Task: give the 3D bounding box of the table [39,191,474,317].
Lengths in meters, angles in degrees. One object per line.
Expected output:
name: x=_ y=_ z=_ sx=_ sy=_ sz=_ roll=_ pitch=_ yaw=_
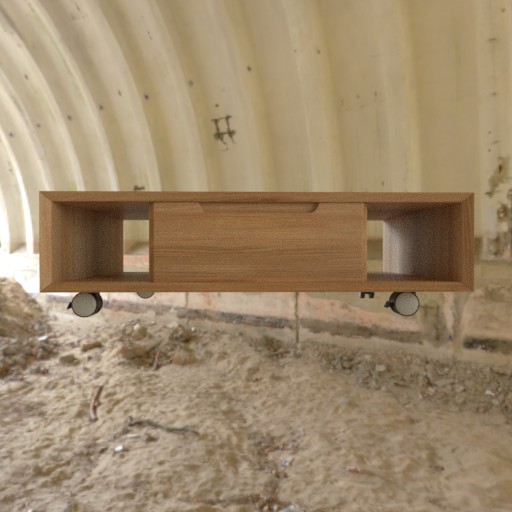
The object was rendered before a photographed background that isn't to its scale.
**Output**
table: x=0.000 y=0.000 z=1.471 sx=1.100 sy=0.330 sz=0.700 roll=0 pitch=0 yaw=-1
